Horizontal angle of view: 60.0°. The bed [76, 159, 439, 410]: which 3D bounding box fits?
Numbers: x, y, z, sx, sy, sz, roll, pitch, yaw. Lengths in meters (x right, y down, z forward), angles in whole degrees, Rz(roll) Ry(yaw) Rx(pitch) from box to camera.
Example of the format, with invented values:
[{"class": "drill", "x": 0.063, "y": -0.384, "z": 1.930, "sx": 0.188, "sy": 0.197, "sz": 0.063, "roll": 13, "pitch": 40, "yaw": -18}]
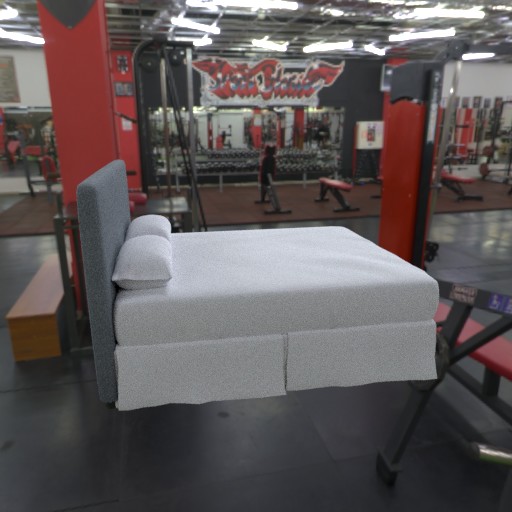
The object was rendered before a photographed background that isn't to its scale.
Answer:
[{"class": "bed", "x": 0.000, "y": 0.000, "z": 3.296, "sx": 2.142, "sy": 1.330, "sz": 1.713, "roll": -3, "pitch": 17, "yaw": -11}]
